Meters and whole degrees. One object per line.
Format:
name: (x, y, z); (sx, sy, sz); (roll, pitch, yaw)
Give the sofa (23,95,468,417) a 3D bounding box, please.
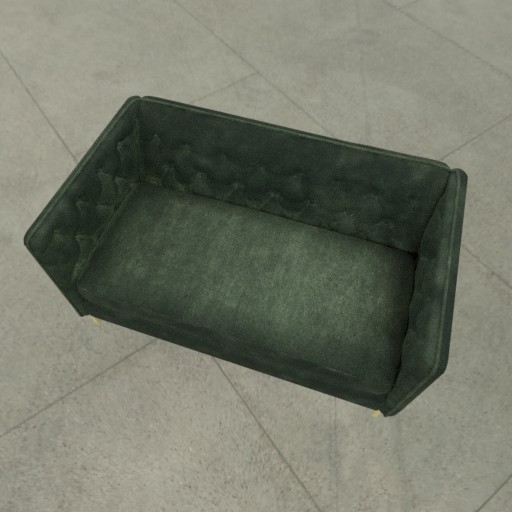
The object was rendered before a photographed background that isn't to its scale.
sofa: (0.000, 0.000, 1.992); (1.537, 0.768, 0.895); (16, 59, 10)
